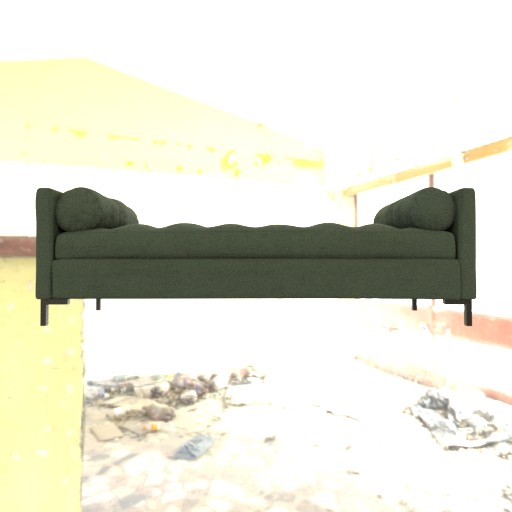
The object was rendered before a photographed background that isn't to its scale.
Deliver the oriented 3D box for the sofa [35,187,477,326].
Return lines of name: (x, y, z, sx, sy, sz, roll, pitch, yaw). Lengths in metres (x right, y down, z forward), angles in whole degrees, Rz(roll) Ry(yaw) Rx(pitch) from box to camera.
sofa: (0.000, 0.000, 2.484, 2.130, 0.681, 0.817, 0, -1, 0)
